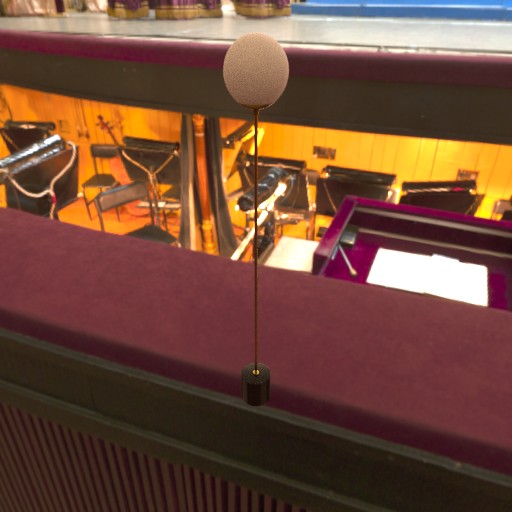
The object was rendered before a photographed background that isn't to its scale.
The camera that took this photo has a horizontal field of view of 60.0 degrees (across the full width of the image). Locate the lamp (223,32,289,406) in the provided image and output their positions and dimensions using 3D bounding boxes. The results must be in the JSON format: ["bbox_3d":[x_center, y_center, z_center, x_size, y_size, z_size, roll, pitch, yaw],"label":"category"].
[{"bbox_3d":[0.000,0.000,1.936,0.229,1.748,0.229,11,33,17],"label":"lamp"}]
